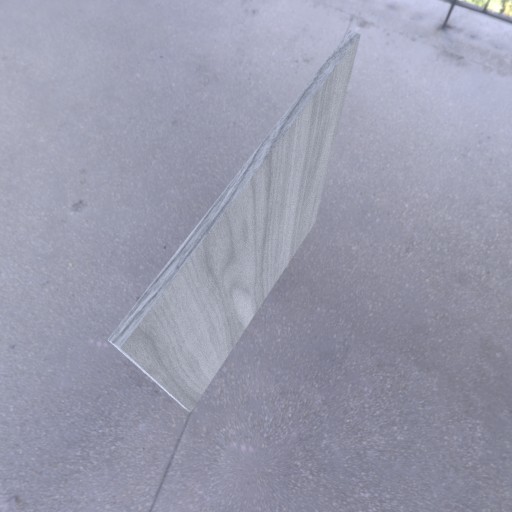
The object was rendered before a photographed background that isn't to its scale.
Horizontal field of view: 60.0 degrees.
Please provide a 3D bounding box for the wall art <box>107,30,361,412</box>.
[{"bbox_3d":[0.000,0.000,0.738,0.016,0.507,0.508,29,68,13],"label":"wall art"}]
